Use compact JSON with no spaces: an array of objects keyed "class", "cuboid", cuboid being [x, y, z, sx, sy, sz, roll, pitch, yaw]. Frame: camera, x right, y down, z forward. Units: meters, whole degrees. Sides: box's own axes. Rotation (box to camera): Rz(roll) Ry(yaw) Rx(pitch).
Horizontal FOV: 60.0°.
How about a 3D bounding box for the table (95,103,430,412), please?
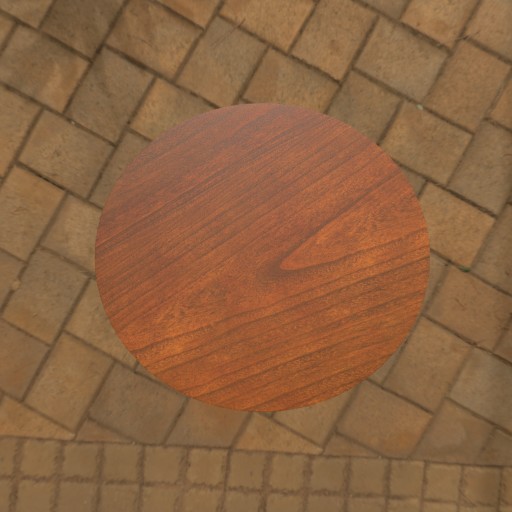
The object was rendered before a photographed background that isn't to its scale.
[{"class":"table","cuboid":[0.000,0.000,1.114,0.577,0.706,0.530,0,91,-3]}]
